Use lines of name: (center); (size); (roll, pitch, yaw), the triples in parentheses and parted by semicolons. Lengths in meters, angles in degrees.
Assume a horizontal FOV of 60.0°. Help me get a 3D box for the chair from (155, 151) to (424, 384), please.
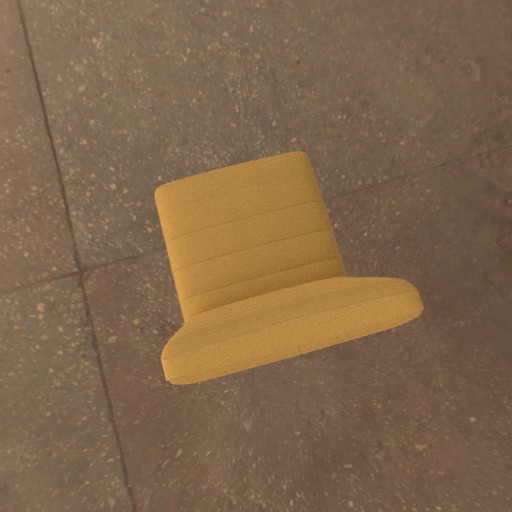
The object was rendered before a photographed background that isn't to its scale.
chair: (0.000, 0.000, 1.331); (0.520, 0.930, 0.634); (-15, 76, -4)
